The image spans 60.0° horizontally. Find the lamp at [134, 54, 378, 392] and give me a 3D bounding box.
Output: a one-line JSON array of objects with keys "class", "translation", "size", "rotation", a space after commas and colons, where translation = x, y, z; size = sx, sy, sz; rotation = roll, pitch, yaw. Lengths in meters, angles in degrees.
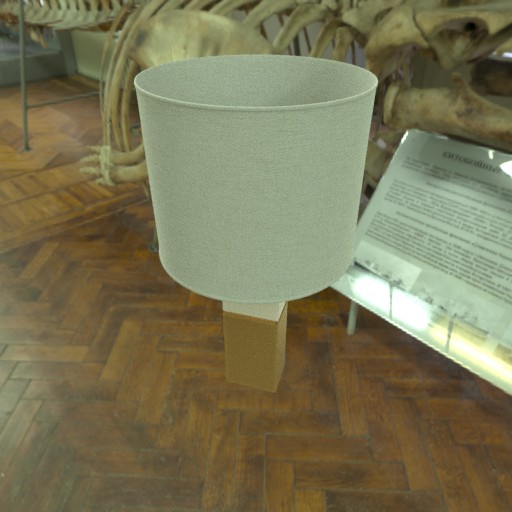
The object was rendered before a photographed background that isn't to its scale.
[{"class": "lamp", "translation": [0.000, 0.000, 0.541], "size": [0.229, 0.417, 0.229], "rotation": [10, 35, 14]}]
